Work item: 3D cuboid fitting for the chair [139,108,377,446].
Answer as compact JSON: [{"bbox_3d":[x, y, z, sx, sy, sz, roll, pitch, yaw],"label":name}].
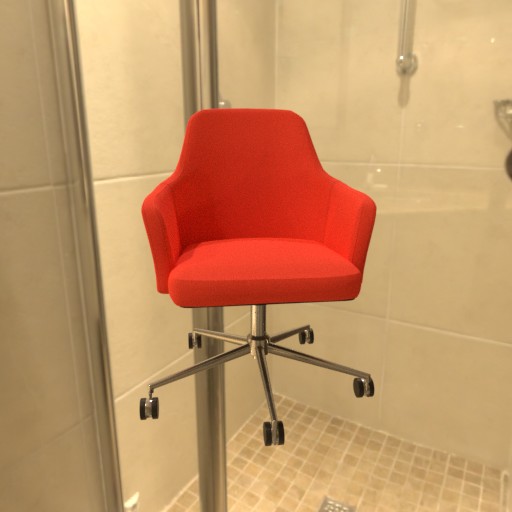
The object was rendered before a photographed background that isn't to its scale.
[{"bbox_3d":[0.000,0.000,1.249,0.655,0.820,0.600,-2,15,-7],"label":"chair"}]
